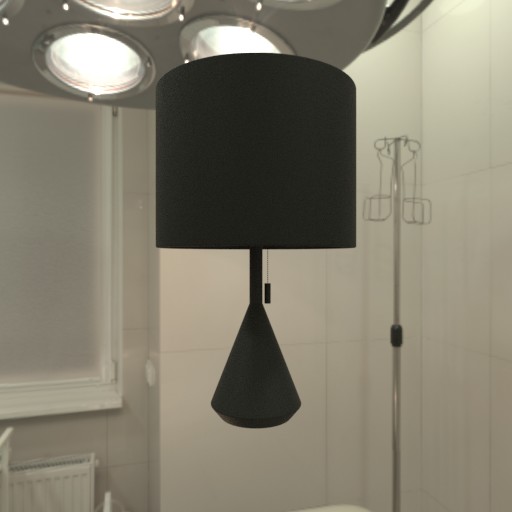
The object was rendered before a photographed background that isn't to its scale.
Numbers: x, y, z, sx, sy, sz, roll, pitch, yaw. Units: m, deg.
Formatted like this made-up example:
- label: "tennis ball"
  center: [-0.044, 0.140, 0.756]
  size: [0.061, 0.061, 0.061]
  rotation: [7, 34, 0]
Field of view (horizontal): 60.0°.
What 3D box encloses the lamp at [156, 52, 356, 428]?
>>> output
- label: "lamp"
  center: [0.000, 0.000, 0.813]
  size: [0.359, 0.584, 0.359]
  rotation: [0, 0, -16]
